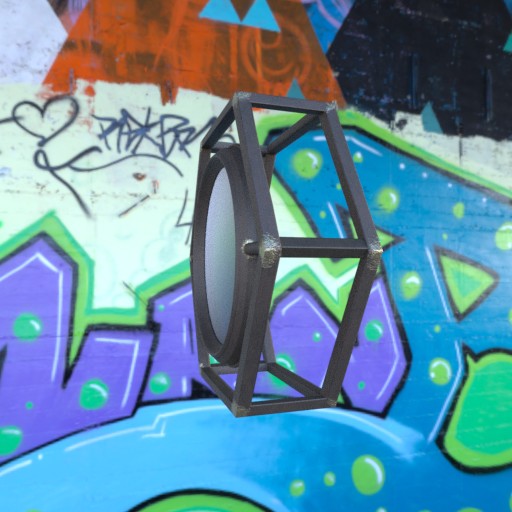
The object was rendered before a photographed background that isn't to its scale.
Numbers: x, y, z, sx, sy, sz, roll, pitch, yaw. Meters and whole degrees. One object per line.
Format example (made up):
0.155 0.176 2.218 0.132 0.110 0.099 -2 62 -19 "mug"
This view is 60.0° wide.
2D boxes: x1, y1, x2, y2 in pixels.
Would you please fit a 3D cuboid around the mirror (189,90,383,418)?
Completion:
0.000 0.000 0.562 0.119 0.334 0.380 1 -2 -18 "mirror"
